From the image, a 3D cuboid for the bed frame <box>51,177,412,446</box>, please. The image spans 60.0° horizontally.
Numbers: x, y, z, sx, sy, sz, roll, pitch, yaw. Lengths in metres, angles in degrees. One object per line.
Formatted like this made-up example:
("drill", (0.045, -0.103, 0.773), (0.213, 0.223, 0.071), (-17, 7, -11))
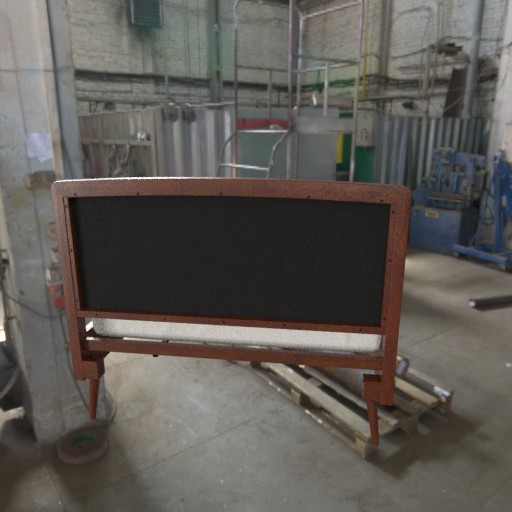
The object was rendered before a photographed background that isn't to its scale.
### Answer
("bed frame", (0.000, 0.000, 3.102), (1.587, 1.279, 2.171), (2, 16, 8))
